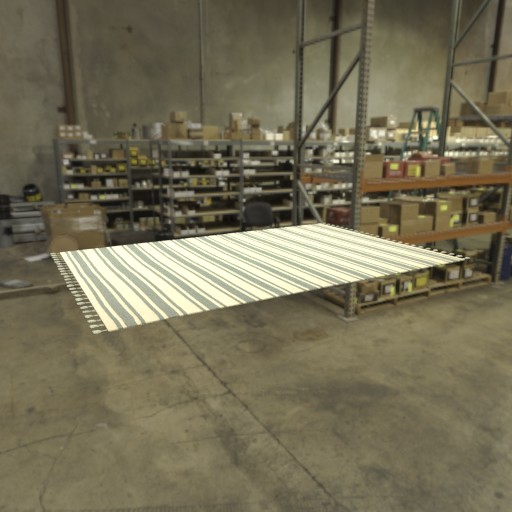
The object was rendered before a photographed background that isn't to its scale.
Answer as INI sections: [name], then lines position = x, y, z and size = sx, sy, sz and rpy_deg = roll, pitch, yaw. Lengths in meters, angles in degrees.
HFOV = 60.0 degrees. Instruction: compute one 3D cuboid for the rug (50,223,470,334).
[rug]
position = 0.000, 0.000, 3.002
size = 2.410, 0.011, 1.539
rpy_deg = -8, 16, -29
